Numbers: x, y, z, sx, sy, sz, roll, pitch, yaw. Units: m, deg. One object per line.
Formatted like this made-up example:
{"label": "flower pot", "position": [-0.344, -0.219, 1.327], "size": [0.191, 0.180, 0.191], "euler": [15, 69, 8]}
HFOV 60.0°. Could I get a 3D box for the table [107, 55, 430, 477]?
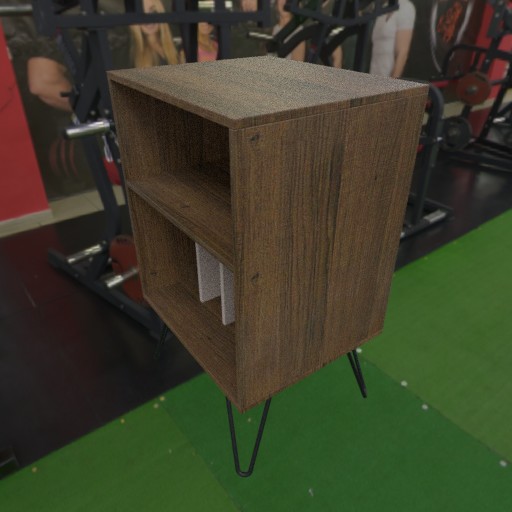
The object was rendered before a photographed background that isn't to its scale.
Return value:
{"label": "table", "position": [0.000, 0.000, 1.144], "size": [0.457, 0.866, 0.526], "euler": [-20, 37, -30]}
